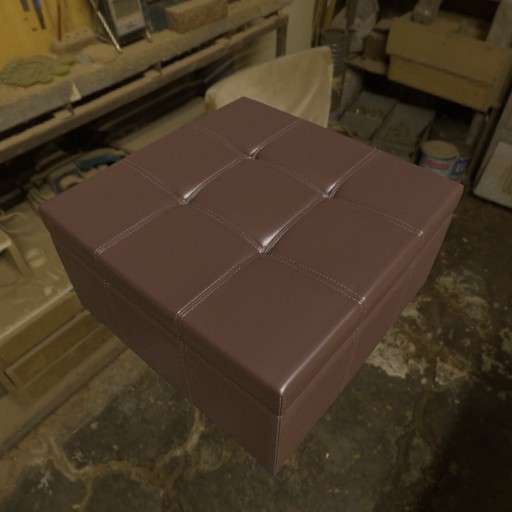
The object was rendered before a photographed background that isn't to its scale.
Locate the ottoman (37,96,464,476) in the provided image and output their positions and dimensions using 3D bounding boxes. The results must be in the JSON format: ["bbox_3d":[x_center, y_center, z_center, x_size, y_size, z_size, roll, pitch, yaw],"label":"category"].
[{"bbox_3d":[0.000,0.000,1.275,0.788,0.460,0.787,31,54,27],"label":"ottoman"}]
